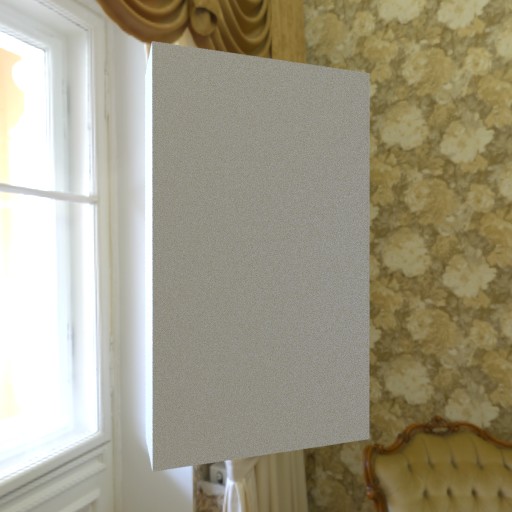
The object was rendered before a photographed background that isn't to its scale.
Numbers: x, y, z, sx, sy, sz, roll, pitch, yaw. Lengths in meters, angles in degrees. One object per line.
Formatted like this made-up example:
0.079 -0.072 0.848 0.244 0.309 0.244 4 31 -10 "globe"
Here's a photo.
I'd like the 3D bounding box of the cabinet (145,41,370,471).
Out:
0.000 0.000 2.639 1.250 2.160 0.480 0 0 -18 "cabinet"
